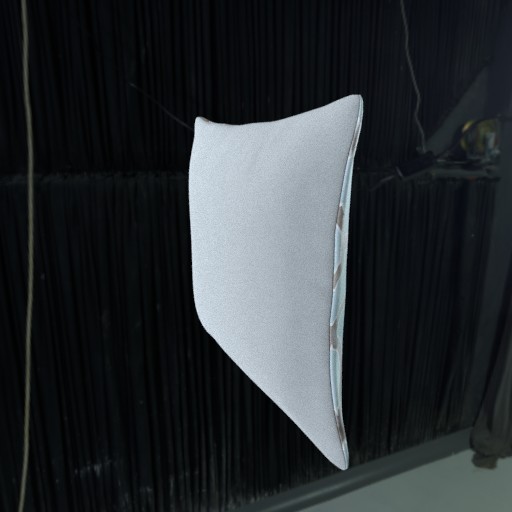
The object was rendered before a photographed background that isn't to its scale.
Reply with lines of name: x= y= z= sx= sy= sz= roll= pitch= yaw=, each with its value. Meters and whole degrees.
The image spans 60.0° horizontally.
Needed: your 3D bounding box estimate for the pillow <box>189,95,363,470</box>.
pillow: x=0.000 y=0.000 z=0.805 sx=0.166 sy=0.508 sz=0.552 roll=-7 pitch=16 yaw=-26
